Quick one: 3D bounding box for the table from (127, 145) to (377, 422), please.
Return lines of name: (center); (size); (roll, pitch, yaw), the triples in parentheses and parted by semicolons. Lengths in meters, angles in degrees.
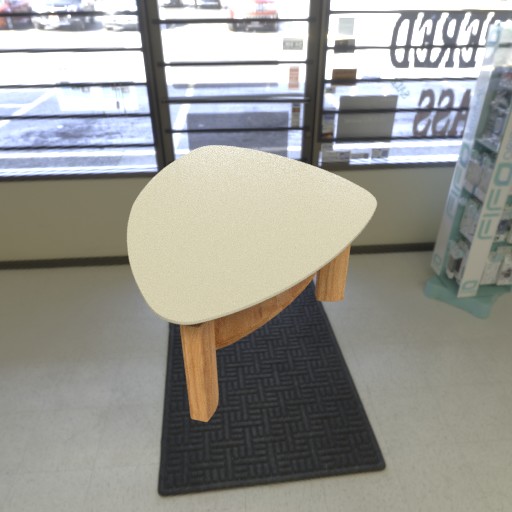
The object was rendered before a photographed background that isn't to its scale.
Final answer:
table: (0.000, 0.000, 1.662); (0.850, 0.440, 1.250); (-1, 32, -1)
